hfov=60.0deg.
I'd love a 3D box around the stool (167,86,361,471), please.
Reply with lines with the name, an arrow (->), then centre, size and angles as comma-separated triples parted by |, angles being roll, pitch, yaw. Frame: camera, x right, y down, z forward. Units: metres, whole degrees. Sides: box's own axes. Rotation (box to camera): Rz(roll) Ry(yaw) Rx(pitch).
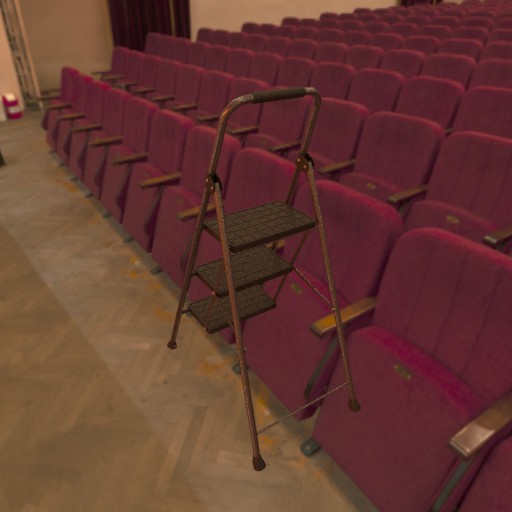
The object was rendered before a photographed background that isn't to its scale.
stool -> 0.000, 0.000, 1.524 | 0.473, 1.121, 0.733 | -19, 35, -28
